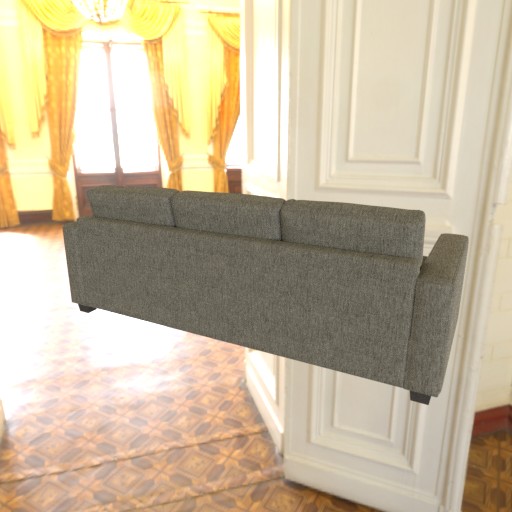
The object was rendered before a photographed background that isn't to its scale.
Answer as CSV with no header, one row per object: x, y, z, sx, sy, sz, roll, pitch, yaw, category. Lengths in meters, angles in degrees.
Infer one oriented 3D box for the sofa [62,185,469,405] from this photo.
0.000,0.000,2.557,2.160,0.800,0.900,9,19,27,sofa
